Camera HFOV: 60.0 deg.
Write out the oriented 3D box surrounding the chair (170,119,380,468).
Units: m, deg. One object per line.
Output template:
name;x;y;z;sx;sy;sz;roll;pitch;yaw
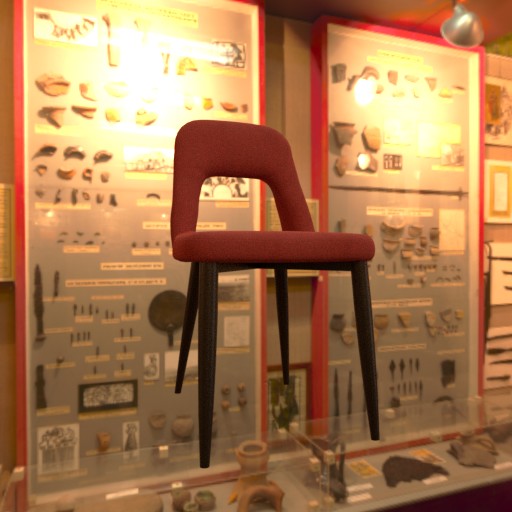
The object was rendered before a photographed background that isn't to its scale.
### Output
chair;0.000;0.000;1.248;0.483;0.892;0.569;0;1;-19
